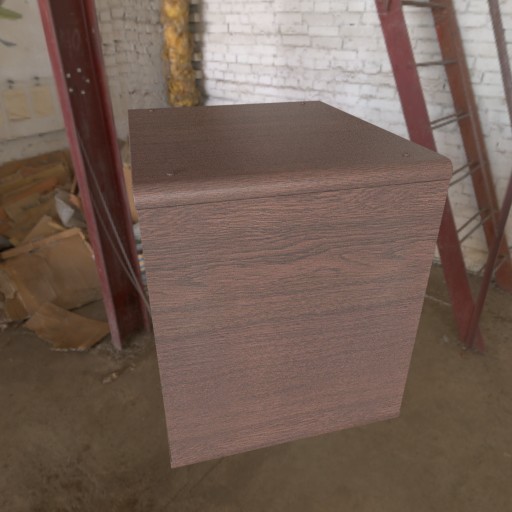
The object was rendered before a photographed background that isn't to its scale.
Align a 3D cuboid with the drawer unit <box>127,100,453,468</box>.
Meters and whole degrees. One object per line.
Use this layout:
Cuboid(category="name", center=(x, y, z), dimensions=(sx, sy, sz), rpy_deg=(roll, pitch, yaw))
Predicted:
Cuboid(category="drawer unit", center=(0.000, 0.000, 0.603), dimensions=(0.290, 0.344, 0.344), rpy_deg=(-7, 30, -13))
